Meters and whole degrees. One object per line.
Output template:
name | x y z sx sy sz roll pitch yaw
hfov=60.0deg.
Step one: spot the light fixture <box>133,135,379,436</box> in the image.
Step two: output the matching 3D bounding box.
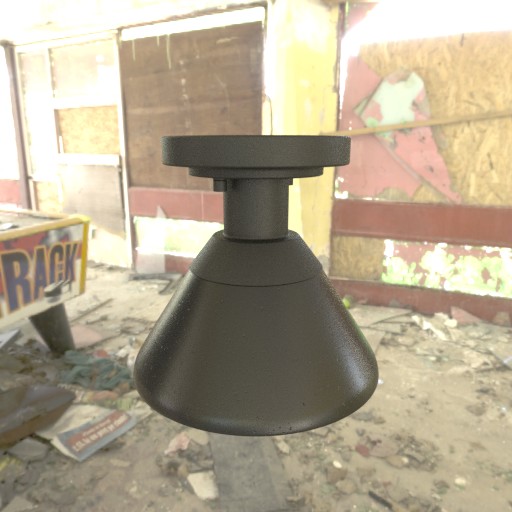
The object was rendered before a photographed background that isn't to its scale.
light fixture | 0.000 0.000 0.353 0.200 0.183 0.200 0 14 0
